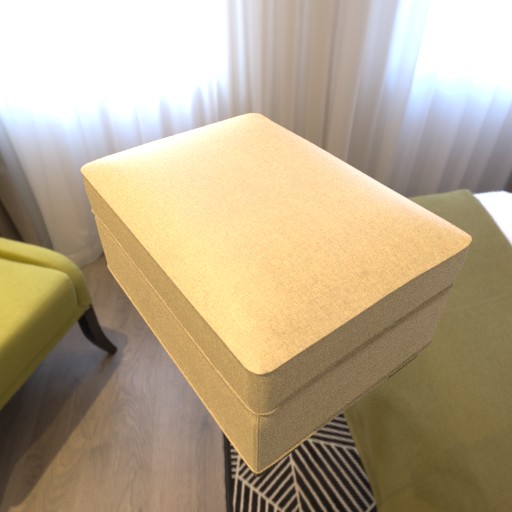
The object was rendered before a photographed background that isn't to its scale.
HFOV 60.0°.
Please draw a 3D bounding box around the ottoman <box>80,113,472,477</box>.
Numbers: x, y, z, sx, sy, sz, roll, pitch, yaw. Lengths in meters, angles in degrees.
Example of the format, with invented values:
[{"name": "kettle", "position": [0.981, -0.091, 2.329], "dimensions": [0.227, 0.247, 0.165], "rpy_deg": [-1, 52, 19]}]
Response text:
[{"name": "ottoman", "position": [0.000, 0.000, 1.230], "dimensions": [0.619, 0.504, 0.843], "rpy_deg": [-26, 48, -26]}]
